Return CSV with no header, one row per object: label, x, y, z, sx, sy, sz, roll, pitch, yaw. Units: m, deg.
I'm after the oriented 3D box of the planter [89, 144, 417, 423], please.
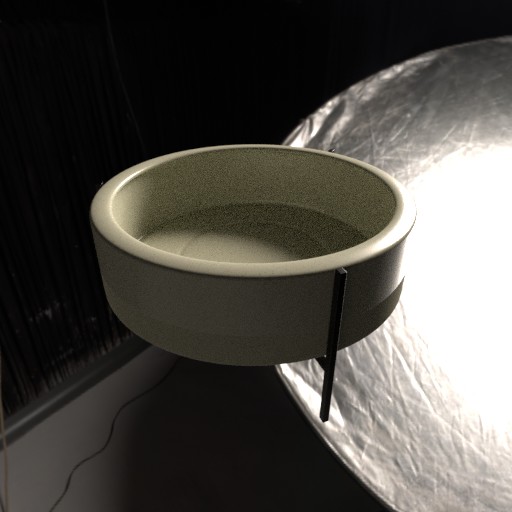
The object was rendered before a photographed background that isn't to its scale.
planter,0.000,0.000,0.520,0.336,0.171,0.345,21,37,31
